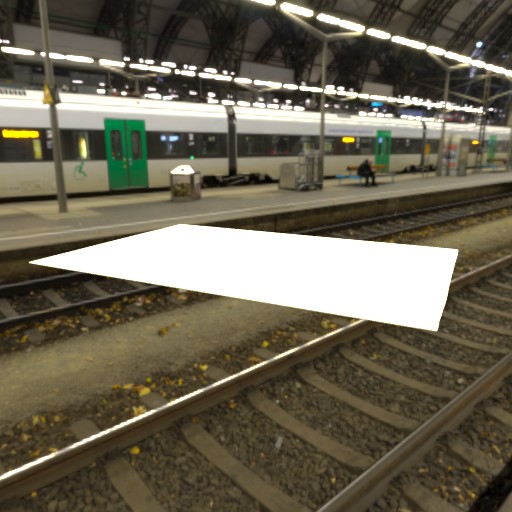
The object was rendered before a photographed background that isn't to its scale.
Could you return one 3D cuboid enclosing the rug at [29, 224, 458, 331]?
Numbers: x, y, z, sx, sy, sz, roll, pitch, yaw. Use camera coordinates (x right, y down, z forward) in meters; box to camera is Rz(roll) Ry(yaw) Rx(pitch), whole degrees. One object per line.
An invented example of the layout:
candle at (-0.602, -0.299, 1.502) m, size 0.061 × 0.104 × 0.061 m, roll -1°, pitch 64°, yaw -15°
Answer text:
rug at (0.000, 0.000, 2.279) m, size 1.850 × 0.006 × 1.234 m, roll 7°, pitch 15°, yaw 26°
